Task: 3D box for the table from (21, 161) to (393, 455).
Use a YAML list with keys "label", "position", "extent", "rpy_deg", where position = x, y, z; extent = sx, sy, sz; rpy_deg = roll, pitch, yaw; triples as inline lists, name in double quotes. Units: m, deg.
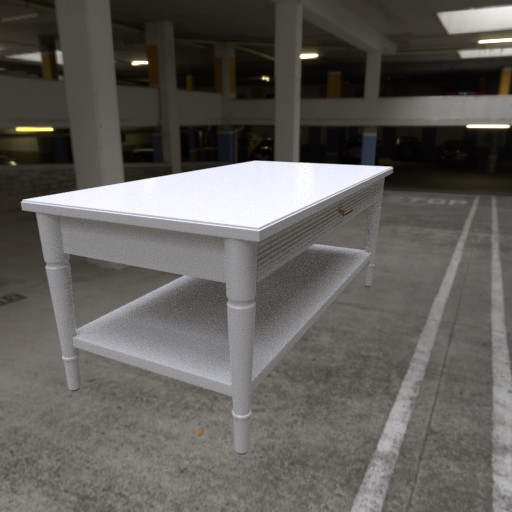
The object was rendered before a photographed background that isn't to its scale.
- label: "table"
  position: [0.000, 0.000, 1.324]
  extent: [0.559, 0.457, 1.067]
  rpy_deg: [9, 19, 26]
